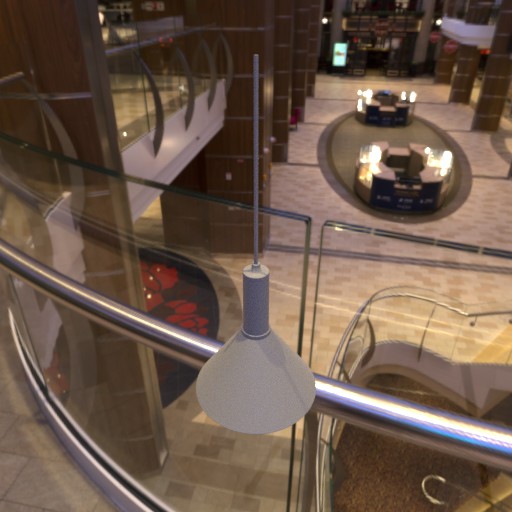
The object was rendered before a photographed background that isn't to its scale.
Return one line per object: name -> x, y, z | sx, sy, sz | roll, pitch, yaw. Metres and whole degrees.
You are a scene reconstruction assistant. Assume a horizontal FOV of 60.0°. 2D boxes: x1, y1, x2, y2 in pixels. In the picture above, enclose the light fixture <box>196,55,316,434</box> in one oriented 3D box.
light fixture -> 0.000, 0.000, 0.822 | 0.267, 0.683, 0.267 | -20, 36, -29
